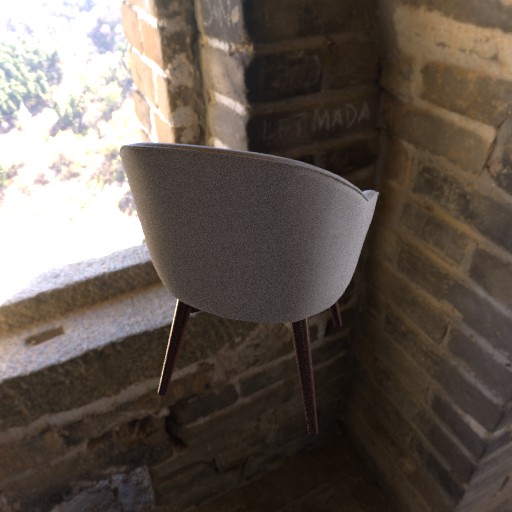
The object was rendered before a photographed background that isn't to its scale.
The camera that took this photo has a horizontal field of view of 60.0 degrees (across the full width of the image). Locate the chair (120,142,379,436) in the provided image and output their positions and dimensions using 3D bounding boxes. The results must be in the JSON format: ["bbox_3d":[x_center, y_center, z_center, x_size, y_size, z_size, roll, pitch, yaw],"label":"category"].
[{"bbox_3d":[0.000,0.000,1.232,0.596,0.823,0.635,10,34,14],"label":"chair"}]
